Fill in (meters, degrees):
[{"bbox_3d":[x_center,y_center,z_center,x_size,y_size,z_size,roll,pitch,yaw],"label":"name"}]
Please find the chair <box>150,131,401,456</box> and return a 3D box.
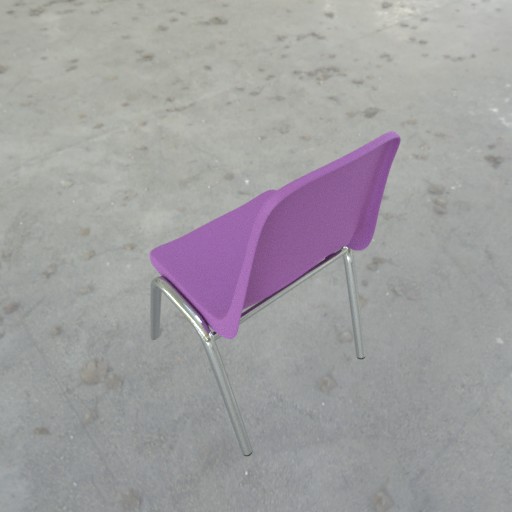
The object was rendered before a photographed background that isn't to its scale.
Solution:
[{"bbox_3d":[0.000,0.000,0.673,0.291,0.493,0.301,-31,53,-27],"label":"chair"}]
